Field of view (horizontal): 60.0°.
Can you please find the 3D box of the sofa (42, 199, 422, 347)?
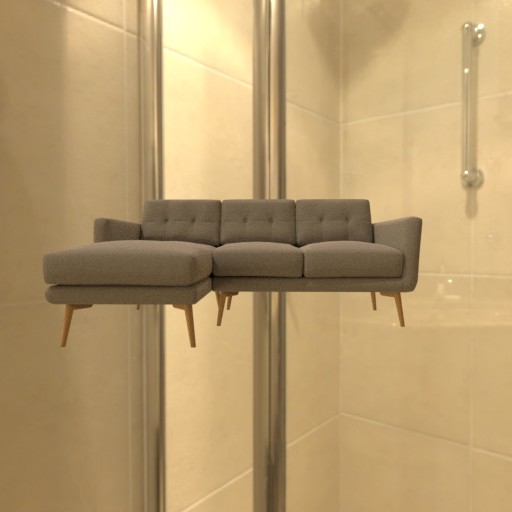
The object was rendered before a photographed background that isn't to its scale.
[{"bbox_3d":[0.000,0.000,2.841,2.040,0.860,1.530,0,1,1],"label":"sofa"}]
